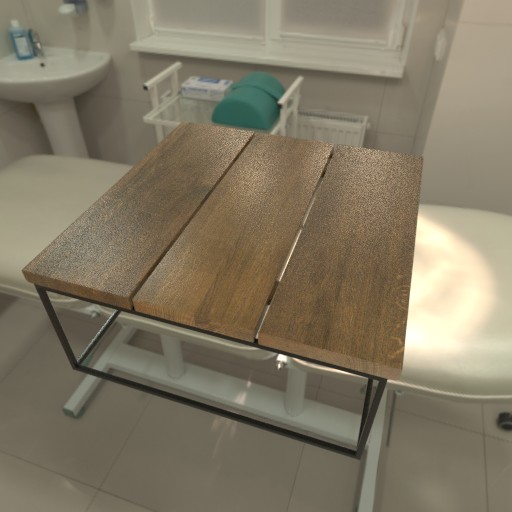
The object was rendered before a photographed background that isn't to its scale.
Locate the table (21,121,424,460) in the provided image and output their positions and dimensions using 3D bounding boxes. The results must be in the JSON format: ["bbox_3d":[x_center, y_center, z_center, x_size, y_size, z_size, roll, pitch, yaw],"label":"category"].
[{"bbox_3d":[0.000,0.000,1.420,0.900,0.400,0.900,12,42,14],"label":"table"}]
